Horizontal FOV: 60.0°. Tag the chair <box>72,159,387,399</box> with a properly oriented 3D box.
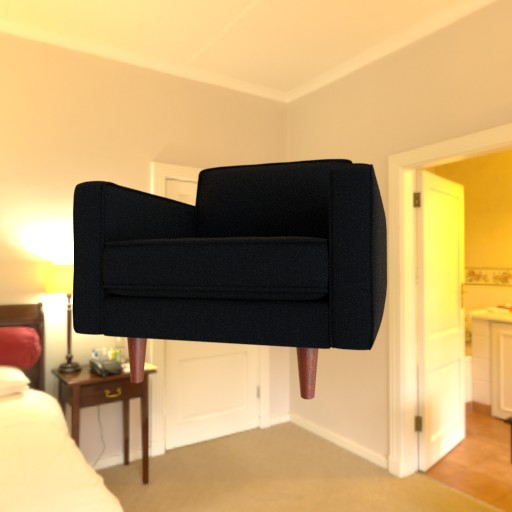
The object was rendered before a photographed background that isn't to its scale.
[{"bbox_3d":[0.000,0.000,1.609,0.899,0.770,0.920,0,-1,18],"label":"chair"}]
